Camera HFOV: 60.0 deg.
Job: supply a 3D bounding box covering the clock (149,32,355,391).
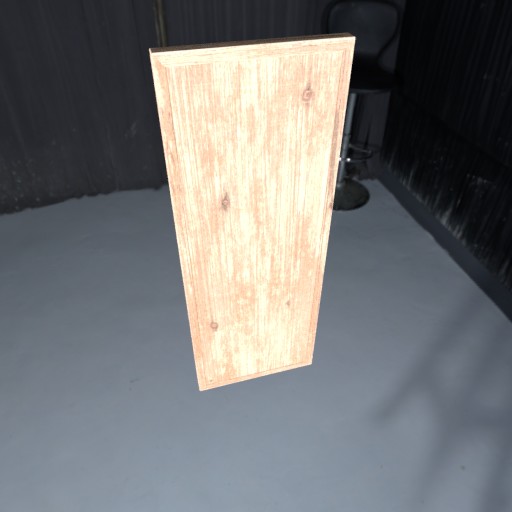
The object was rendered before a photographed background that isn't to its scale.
[{"bbox_3d":[0.000,0.000,1.075,0.361,0.965,0.030,-10,41,-12],"label":"clock"}]
